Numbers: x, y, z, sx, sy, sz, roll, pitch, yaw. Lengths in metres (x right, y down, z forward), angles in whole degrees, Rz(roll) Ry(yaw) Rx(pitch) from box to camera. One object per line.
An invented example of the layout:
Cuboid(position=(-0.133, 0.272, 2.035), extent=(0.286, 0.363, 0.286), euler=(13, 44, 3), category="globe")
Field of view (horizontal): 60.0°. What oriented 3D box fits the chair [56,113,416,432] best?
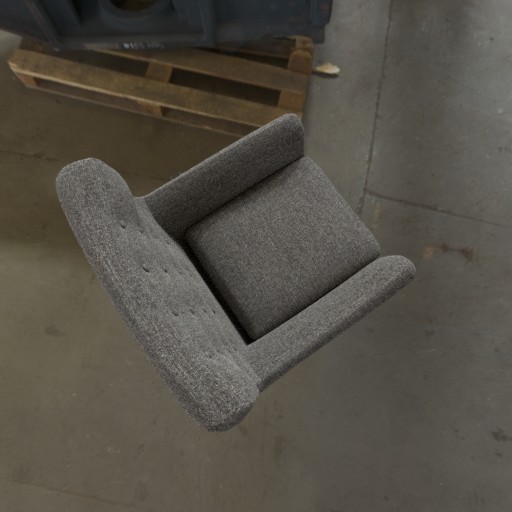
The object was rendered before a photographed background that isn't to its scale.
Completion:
Cuboid(position=(0.000, 0.000, 1.740), extent=(0.940, 1.039, 0.889), euler=(-33, 78, -8), category="chair")
